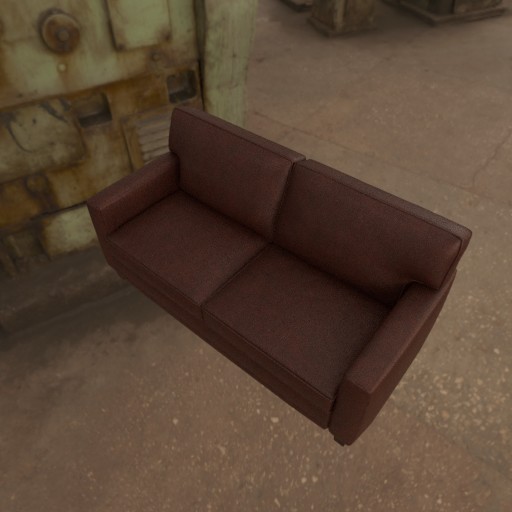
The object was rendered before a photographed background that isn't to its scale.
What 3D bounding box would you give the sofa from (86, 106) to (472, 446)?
[{"bbox_3d":[0.000,0.000,2.420,1.876,0.928,0.912,31,54,26],"label":"sofa"}]
